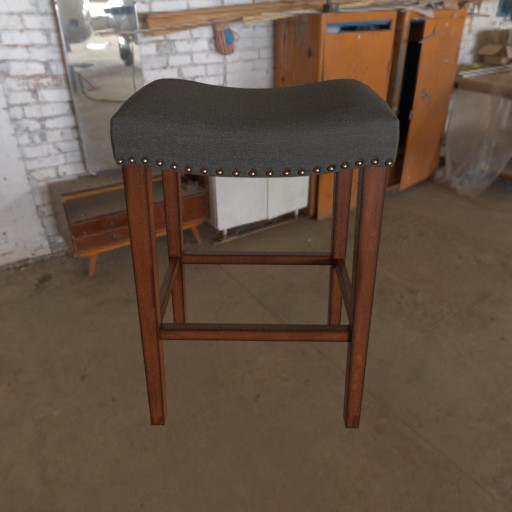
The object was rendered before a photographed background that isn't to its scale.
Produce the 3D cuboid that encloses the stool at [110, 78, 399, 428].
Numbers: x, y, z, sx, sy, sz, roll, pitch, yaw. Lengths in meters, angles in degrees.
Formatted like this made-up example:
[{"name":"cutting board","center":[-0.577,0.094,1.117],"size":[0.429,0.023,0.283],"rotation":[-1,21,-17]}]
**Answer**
[{"name":"stool","center":[0.000,0.000,1.037],"size":[0.502,0.748,0.366],"rotation":[1,31,1]}]
